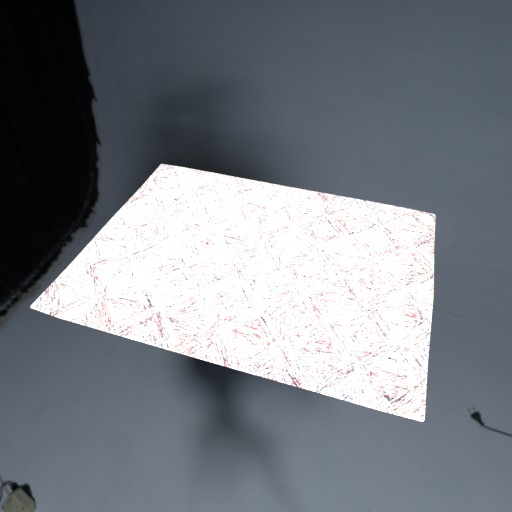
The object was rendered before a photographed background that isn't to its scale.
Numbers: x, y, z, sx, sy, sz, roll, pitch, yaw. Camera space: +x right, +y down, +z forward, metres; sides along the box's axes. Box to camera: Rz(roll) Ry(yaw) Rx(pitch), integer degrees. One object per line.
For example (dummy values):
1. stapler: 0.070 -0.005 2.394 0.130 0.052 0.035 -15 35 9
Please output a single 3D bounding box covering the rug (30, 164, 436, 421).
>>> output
1. rug: 0.000 0.000 4.198 3.226 0.024 2.436 13 44 13
